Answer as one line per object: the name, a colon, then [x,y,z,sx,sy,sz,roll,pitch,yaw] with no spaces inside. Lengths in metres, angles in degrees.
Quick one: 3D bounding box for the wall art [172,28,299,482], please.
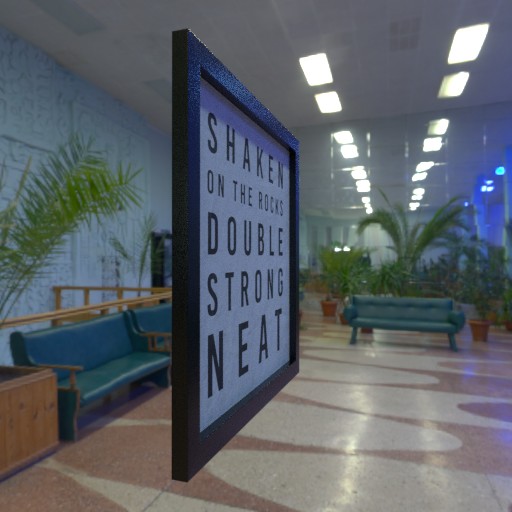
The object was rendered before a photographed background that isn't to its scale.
wall art: [0.000,0.000,0.507,0.014,0.349,0.349,0,0,20]
